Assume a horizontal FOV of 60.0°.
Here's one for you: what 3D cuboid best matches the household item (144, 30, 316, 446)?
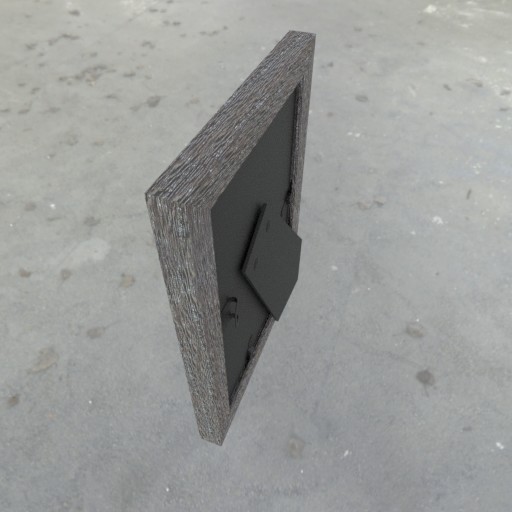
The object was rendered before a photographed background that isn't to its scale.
[{"bbox_3d":[0.000,0.000,0.275,0.020,0.210,0.160,15,48,14],"label":"household item"}]
